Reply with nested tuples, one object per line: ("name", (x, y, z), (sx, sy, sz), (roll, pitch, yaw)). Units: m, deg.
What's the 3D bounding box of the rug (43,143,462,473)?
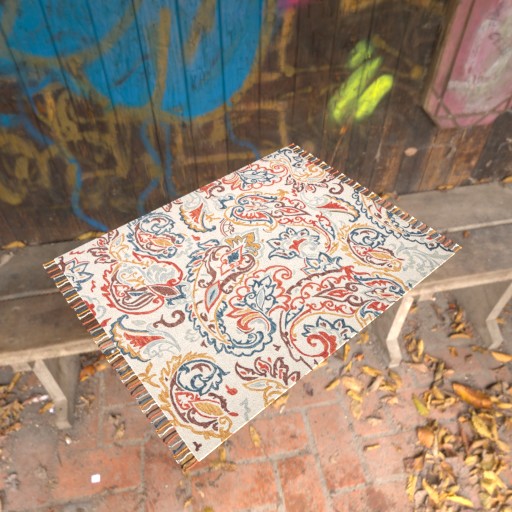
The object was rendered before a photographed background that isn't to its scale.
("rug", (0.000, 0.000, 4.306), (3.274, 0.015, 2.439), (-31, 54, -26))
